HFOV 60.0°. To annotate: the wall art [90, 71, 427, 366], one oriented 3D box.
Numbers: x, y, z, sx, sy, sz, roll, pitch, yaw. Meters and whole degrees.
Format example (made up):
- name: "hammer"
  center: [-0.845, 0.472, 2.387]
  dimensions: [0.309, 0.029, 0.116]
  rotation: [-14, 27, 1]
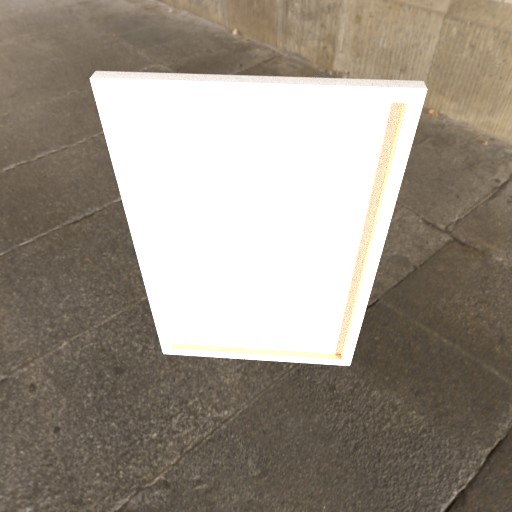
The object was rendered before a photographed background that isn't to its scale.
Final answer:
- name: "wall art"
  center: [0.000, 0.000, 1.131]
  dimensions: [0.607, 0.912, 0.038]
  rotation: [3, 45, 3]
